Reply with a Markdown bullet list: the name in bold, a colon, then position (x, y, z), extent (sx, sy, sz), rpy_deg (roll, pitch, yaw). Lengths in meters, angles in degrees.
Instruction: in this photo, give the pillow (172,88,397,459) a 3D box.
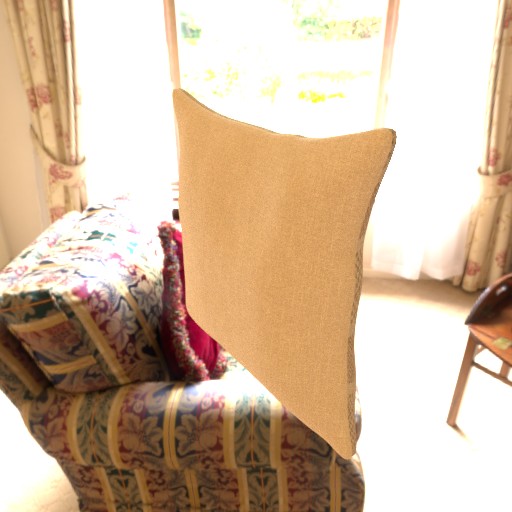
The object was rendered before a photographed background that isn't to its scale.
- **pillow**: position (0.000, 0.000, 0.654), extent (0.138, 0.432, 0.436), rpy_deg (-18, 32, -31)
